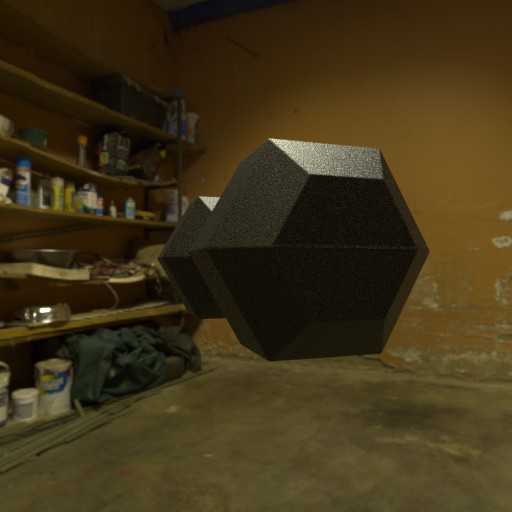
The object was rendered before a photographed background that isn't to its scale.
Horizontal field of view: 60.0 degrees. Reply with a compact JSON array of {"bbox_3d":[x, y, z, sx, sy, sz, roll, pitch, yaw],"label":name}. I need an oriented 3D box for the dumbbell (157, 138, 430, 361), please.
[{"bbox_3d":[0.000,0.000,0.464,0.173,0.150,0.384,0,-2,-18],"label":"dumbbell"}]
